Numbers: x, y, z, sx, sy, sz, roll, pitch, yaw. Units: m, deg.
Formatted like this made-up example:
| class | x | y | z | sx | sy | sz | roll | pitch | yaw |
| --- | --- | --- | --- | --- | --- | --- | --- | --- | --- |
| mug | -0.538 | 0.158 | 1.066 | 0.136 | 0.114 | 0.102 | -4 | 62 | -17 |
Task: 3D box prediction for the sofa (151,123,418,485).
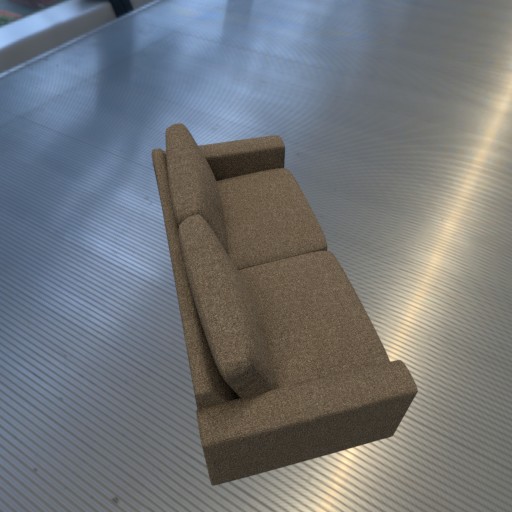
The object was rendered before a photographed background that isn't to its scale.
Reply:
| class | x | y | z | sx | sy | sz | roll | pitch | yaw |
| --- | --- | --- | --- | --- | --- | --- | --- | --- | --- |
| sofa | 0.000 | 0.000 | 2.685 | 1.016 | 0.873 | 2.179 | -11 | 48 | -10 |
